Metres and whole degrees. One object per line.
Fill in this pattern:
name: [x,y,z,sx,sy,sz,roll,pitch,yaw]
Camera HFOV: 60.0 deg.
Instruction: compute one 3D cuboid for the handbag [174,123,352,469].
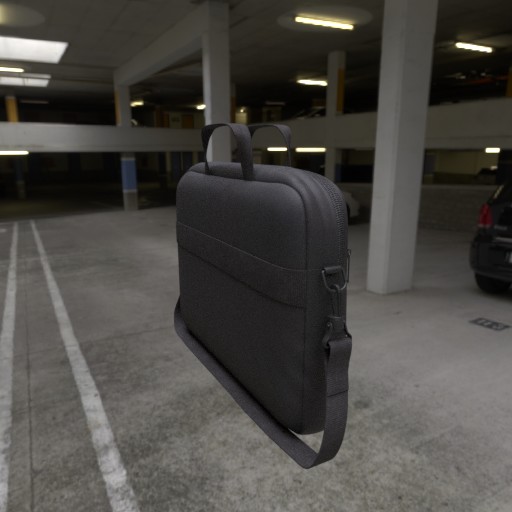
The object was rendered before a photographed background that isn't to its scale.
handbag: [0.000,0.000,0.428,0.089,0.244,0.320,-7,16,-27]
